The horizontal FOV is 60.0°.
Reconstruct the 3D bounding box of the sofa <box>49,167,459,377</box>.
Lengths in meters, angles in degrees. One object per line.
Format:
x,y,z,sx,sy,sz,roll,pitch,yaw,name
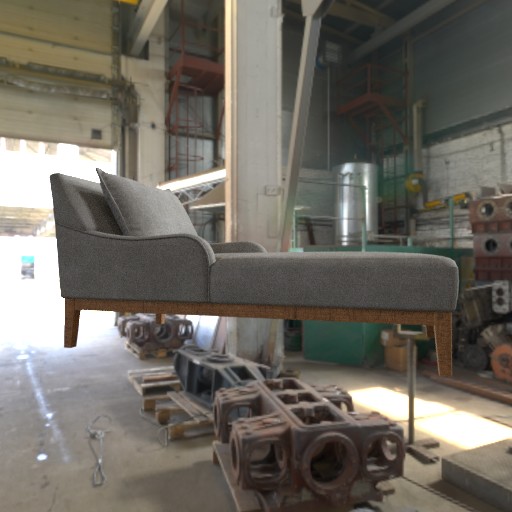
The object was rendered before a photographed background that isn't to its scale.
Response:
0.000,0.000,2.228,1.779,0.859,0.894,0,-1,18,sofa
